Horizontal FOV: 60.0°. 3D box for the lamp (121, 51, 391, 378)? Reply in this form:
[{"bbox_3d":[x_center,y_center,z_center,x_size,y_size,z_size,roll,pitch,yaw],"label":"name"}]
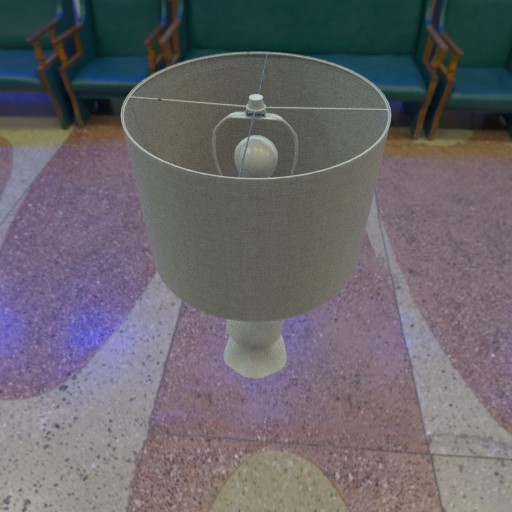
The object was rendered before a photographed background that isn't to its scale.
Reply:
[{"bbox_3d":[0.000,0.000,0.674,0.298,0.503,0.298,4,45,4],"label":"lamp"}]
